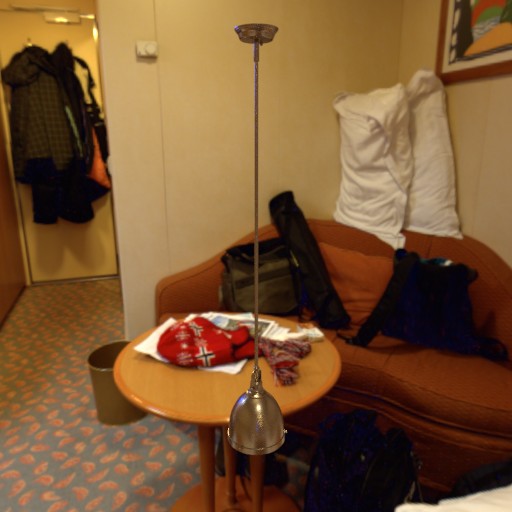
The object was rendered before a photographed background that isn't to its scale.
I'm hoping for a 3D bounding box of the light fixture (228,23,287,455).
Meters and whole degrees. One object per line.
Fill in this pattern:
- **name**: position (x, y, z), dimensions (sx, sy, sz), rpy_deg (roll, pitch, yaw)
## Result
- **light fixture**: position (0.000, 0.000, 1.463), dimensions (0.211, 1.367, 0.217), rpy_deg (7, 16, 25)
